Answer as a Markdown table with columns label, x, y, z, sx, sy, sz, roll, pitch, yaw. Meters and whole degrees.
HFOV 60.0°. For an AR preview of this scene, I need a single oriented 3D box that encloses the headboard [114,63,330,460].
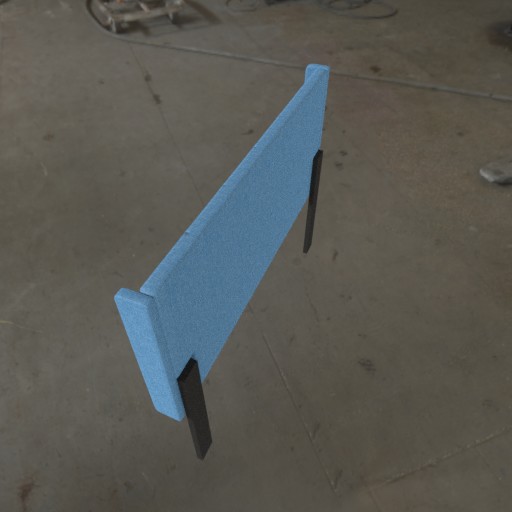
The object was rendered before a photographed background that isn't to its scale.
| label | x | y | z | sx | sy | sz | roll | pitch | yaw |
| --- | --- | --- | --- | --- | --- | --- | --- | --- | --- |
| headboard | 0.000 | 0.000 | 2.694 | 0.184 | 1.524 | 2.051 | 18 | 49 | 16 |
